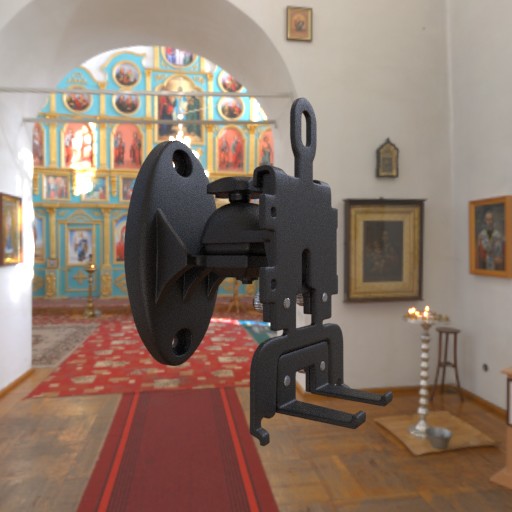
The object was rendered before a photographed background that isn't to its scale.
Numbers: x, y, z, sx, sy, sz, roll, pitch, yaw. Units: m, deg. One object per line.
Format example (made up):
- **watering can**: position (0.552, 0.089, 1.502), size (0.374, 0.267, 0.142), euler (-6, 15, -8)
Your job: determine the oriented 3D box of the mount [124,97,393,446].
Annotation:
- **mount**: position (0.000, 0.000, 0.179), size (0.100, 0.118, 0.066), euler (0, -1, 36)
